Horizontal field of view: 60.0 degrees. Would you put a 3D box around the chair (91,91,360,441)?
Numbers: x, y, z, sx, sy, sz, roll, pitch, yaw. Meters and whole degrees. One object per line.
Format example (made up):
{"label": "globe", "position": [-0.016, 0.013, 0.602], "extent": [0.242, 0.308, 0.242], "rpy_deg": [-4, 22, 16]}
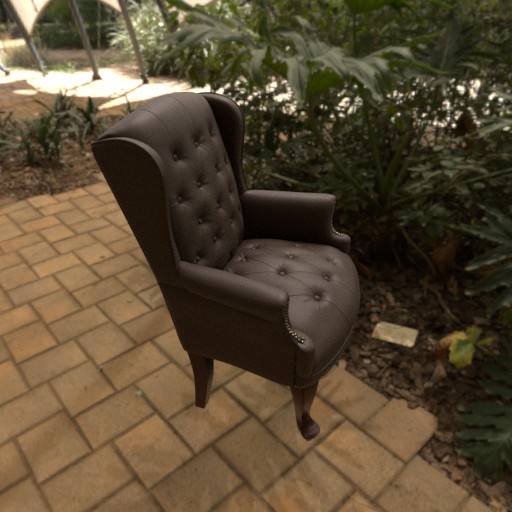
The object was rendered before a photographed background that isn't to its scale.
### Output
{"label": "chair", "position": [0.000, 0.000, 1.698], "extent": [0.819, 1.132, 0.829], "rpy_deg": [10, 33, 16]}
